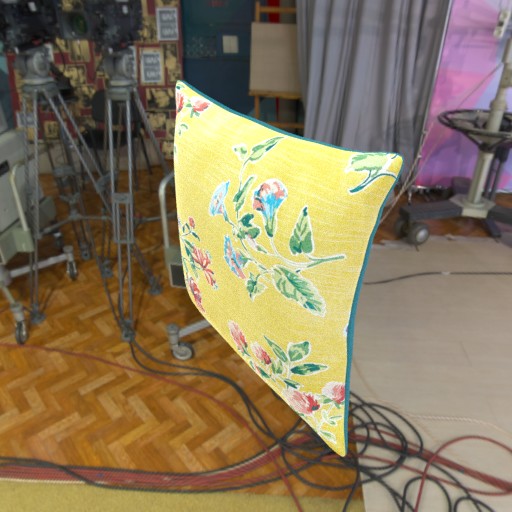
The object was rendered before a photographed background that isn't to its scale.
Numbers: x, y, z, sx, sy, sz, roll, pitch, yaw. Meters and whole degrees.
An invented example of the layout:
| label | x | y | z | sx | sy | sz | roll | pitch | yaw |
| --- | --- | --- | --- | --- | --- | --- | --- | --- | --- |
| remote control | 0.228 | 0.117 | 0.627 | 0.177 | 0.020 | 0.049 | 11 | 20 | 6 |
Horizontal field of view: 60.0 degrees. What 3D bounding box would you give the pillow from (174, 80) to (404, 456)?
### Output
| label | x | y | z | sx | sy | sz | roll | pitch | yaw |
| --- | --- | --- | --- | --- | --- | --- | --- | --- | --- |
| pillow | 0.000 | 0.000 | 0.777 | 0.166 | 0.508 | 0.525 | -20 | 37 | -29 |
